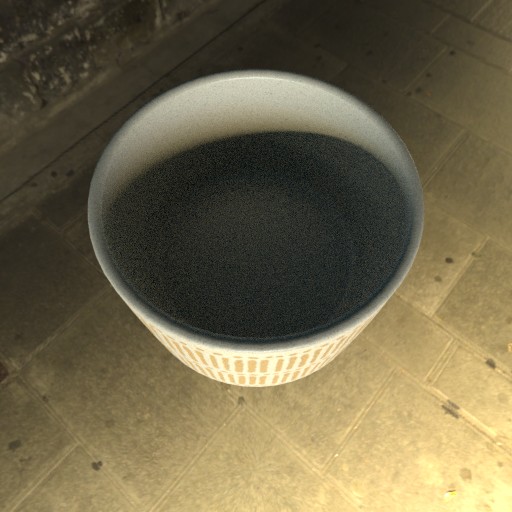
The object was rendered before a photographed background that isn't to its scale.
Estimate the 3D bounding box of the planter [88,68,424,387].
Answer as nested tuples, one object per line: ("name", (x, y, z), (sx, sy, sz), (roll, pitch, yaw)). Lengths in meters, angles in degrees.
("planter", (0.000, 0.000, 0.556), (0.317, 0.303, 0.317), (0, 64, 0))
